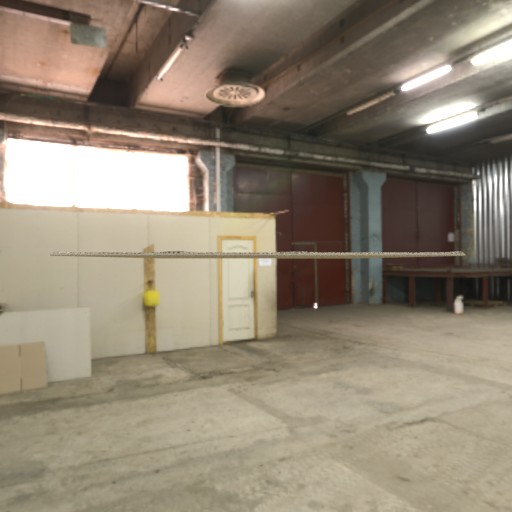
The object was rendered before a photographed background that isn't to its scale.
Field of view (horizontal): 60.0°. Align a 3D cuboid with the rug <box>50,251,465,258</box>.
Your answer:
[{"bbox_3d":[0.000,0.000,4.109,2.429,0.030,3.052,0,-1,-1],"label":"rug"}]
